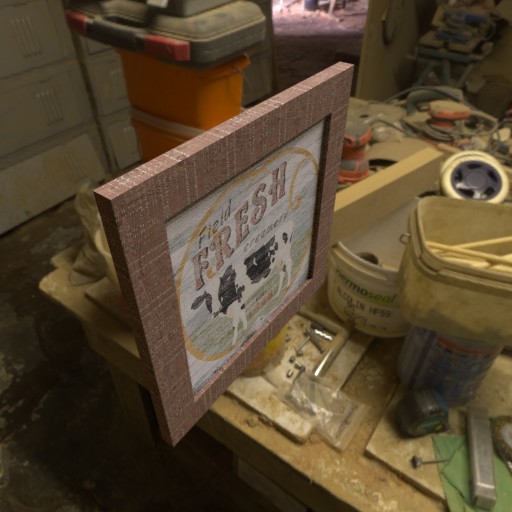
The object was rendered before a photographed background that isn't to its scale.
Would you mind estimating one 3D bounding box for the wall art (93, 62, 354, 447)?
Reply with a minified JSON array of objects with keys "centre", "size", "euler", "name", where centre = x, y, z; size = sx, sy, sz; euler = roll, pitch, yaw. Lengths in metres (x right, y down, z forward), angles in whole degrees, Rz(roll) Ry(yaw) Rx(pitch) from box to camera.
[{"centre":[0.000,0.000,0.793],"size":[0.029,0.531,0.531],"euler":[26,47,27],"name":"wall art"}]
